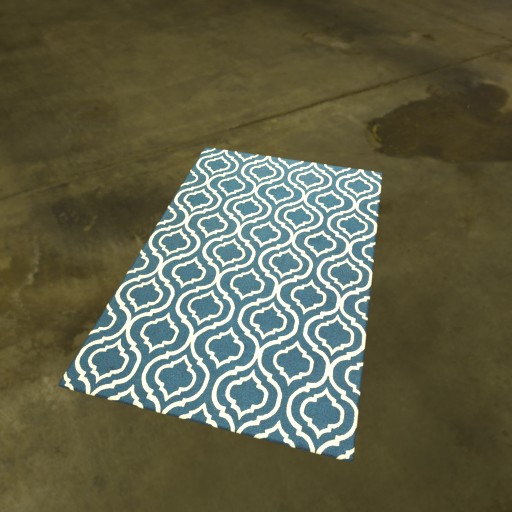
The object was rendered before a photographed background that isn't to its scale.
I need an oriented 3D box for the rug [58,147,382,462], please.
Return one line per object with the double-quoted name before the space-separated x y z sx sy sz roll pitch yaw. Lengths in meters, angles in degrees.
"rug" 0.000 0.000 2.217 1.143 0.010 1.753 10 47 10
